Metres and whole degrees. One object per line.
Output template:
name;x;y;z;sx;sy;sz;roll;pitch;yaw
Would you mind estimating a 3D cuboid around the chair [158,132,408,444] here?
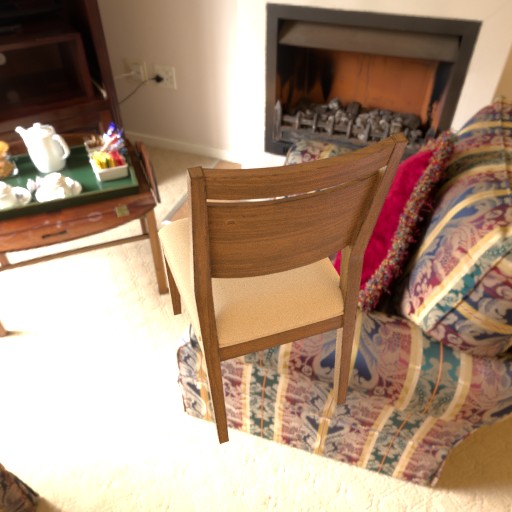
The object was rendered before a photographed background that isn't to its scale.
chair;0.000;0.000;1.295;0.497;0.939;0.610;-13;43;-14
